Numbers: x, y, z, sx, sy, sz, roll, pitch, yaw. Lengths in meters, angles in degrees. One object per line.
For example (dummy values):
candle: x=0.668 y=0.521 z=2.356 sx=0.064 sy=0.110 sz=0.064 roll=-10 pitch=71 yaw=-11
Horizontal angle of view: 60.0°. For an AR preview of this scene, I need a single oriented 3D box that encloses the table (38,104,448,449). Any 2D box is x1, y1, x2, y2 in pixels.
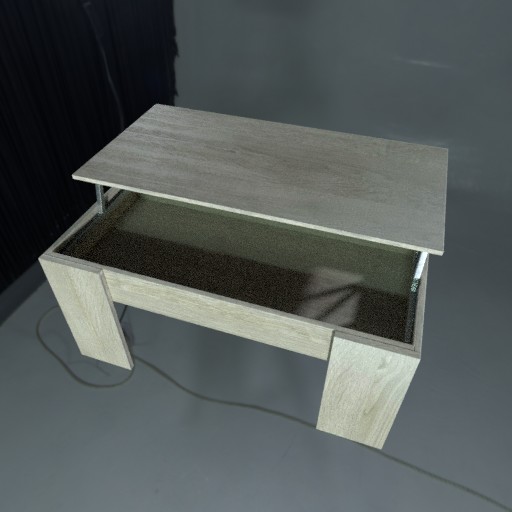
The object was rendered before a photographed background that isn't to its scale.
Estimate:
table: x=0.000 y=0.000 z=1.420 sx=1.000 sy=0.570 sz=0.711 roll=13 pitch=44 yaw=14
